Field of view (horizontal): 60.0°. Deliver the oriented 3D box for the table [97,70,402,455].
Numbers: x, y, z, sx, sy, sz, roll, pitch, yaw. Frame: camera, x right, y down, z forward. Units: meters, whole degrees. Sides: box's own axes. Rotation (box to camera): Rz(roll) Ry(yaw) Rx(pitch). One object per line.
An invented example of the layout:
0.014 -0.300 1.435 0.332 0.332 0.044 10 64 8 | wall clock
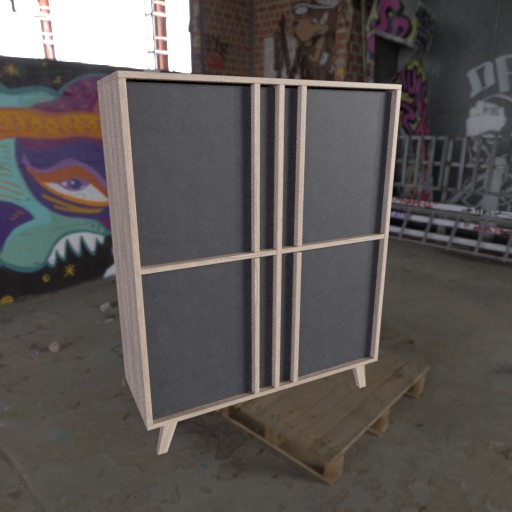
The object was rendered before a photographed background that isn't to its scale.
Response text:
0.000 0.000 1.903 1.111 1.388 0.398 -8 19 -26 | table
